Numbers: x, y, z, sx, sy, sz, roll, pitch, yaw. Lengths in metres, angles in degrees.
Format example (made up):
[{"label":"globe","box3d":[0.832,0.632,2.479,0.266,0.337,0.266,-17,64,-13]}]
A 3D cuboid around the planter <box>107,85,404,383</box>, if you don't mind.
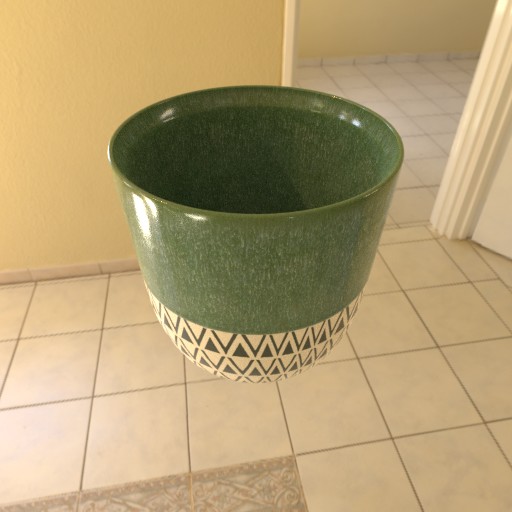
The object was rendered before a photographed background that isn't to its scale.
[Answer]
[{"label":"planter","box3d":[0.000,0.000,0.368,0.195,0.214,0.195,0,40,0]}]
